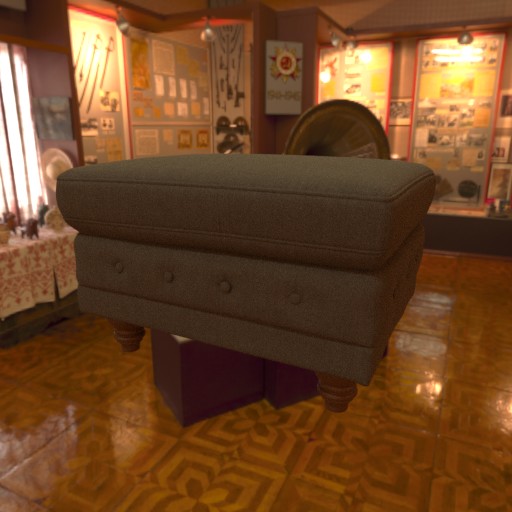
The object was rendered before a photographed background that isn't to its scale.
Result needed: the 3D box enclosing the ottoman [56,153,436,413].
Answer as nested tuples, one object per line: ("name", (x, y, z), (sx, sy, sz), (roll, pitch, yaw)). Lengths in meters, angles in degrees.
("ottoman", (0.000, 0.000, 1.132), (0.771, 0.500, 0.569), (8, 18, 26))
